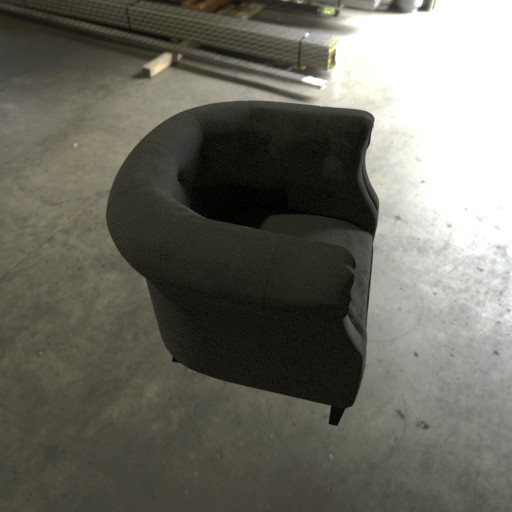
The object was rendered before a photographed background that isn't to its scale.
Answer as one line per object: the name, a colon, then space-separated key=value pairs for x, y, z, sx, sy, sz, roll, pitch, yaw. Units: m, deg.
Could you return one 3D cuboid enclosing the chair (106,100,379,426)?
chair: x=0.000 y=0.000 z=1.596 sx=0.851 sy=0.826 sz=0.904 roll=10 pitch=46 yaw=10
